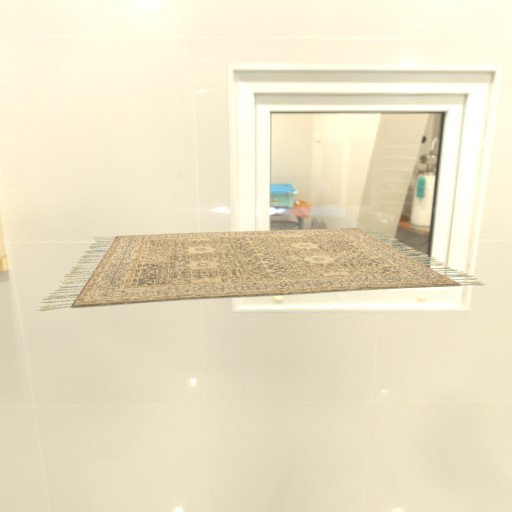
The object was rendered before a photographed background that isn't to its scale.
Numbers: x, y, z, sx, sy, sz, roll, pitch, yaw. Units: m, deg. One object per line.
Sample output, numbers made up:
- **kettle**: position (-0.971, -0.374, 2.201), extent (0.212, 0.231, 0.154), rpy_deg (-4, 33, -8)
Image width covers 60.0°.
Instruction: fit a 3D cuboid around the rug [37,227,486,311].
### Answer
- **rug**: position (0.000, 0.000, 3.095), extent (2.465, 0.023, 1.619), rpy_deg (-2, 16, -9)
